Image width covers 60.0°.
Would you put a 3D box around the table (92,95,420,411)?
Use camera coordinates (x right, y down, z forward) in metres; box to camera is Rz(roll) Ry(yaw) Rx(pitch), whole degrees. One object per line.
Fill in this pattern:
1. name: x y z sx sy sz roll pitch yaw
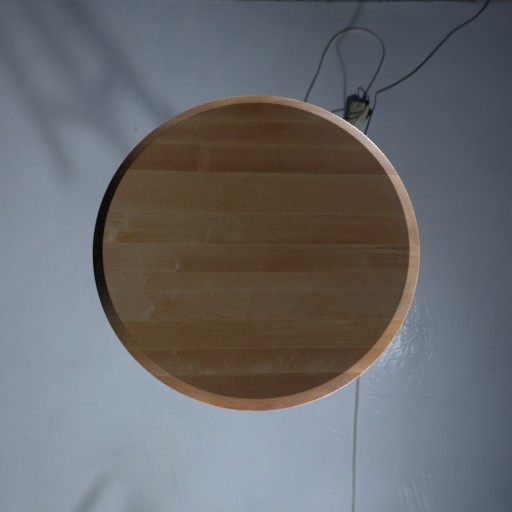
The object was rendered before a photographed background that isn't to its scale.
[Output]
1. table: 0.000 0.000 1.411 0.900 0.400 0.900 0 76 0
